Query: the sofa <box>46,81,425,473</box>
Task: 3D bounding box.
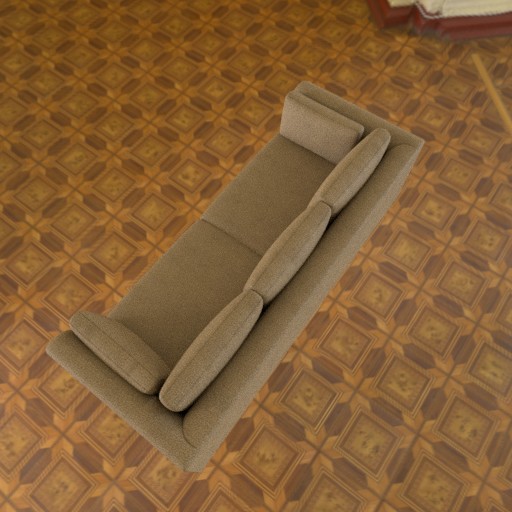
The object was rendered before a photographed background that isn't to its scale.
[{"bbox_3d":[0.000,0.000,2.856,0.969,0.867,2.415,33,68,15],"label":"sofa"}]
